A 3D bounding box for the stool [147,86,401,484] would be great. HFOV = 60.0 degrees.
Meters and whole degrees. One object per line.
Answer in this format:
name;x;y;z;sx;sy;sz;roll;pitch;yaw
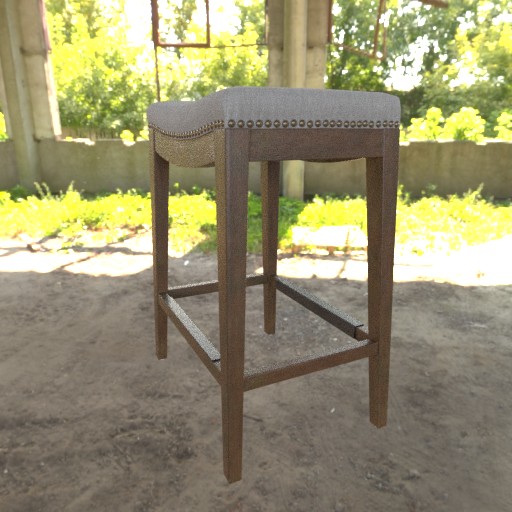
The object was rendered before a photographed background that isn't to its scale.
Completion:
stool;0.000;0.000;0.973;0.356;0.660;0.508;-8;18;-25
